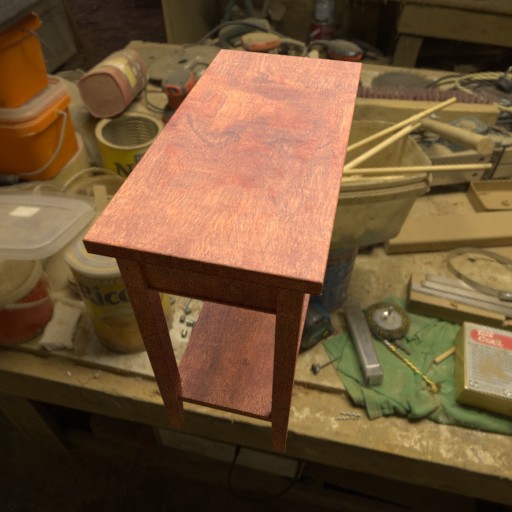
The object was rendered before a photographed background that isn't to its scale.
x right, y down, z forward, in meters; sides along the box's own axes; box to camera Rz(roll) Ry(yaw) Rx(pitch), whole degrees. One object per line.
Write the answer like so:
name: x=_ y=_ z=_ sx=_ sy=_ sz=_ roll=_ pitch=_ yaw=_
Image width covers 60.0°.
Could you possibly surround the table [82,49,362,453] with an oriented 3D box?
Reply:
table: x=0.000 y=0.000 z=0.957 sx=0.305 sy=0.610 sz=0.610 roll=10 pitch=47 yaw=9
